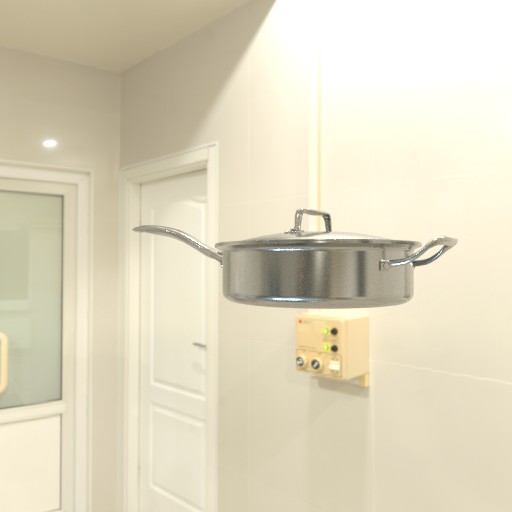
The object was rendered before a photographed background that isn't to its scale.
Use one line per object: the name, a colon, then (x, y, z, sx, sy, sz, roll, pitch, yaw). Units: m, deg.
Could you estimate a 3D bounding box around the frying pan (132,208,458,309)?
frying pan: (0.000, 0.000, 0.594, 0.492, 0.111, 0.245, -1, -1, 35)
